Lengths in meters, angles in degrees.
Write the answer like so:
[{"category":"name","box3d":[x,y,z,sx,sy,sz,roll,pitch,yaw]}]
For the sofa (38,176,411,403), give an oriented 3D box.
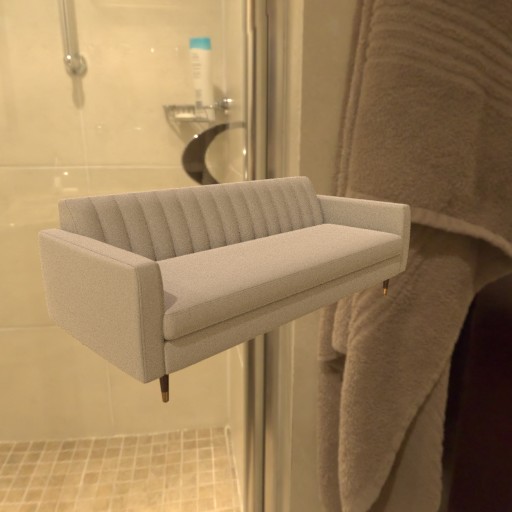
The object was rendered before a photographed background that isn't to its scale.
[{"category":"sofa","box3d":[0.000,0.000,2.774,0.990,0.821,2.291,14,21,43]}]
